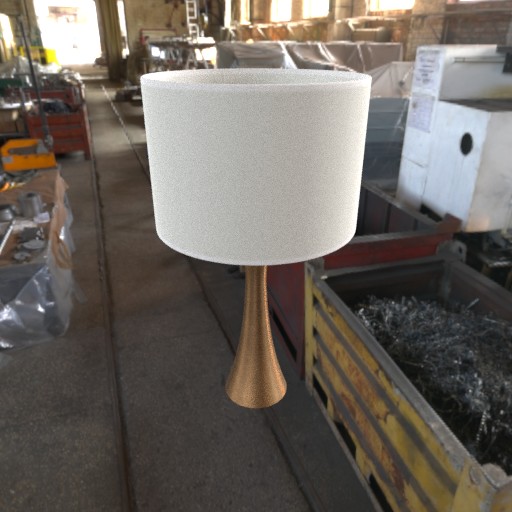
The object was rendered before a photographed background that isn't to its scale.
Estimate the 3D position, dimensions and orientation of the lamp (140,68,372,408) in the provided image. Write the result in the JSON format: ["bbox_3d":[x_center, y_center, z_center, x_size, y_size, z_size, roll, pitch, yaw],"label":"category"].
[{"bbox_3d":[0.000,0.000,0.631,0.268,0.479,0.268,18,31,33],"label":"lamp"}]
